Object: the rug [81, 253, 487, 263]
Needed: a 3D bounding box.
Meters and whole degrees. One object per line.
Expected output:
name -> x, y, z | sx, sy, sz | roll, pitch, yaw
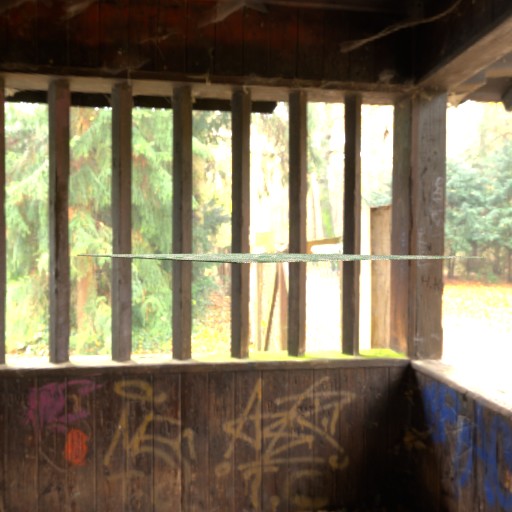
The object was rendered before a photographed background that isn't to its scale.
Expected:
rug -> 0.000, 0.000, 4.127 | 2.436, 0.007, 3.045 | -1, 1, -36
